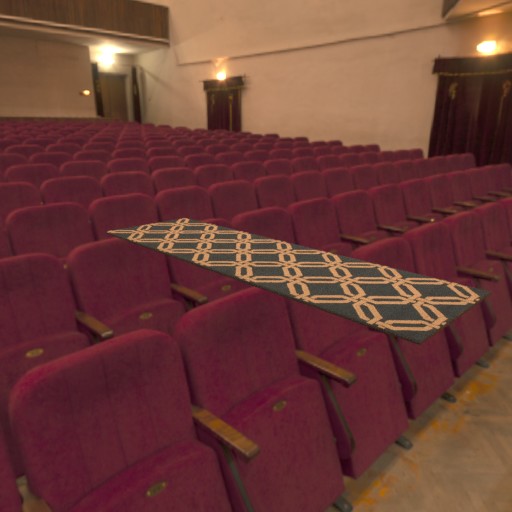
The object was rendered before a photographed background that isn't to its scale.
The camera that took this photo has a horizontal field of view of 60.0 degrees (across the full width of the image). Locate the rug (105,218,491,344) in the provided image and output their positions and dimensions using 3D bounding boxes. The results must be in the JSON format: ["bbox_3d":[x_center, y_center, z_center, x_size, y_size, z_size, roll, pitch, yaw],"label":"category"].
[{"bbox_3d":[0.000,0.000,2.502,0.678,0.014,2.276,-16,22,-42],"label":"rug"}]
